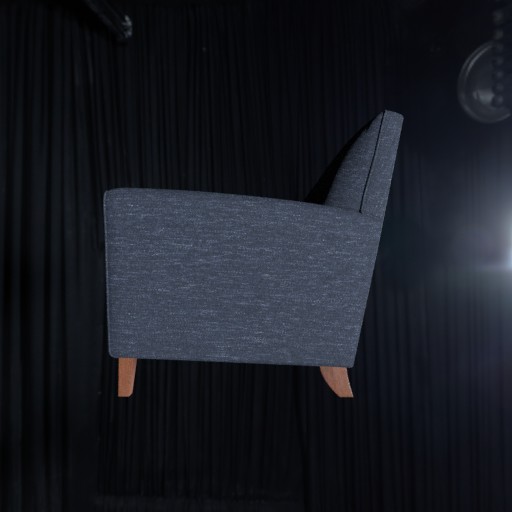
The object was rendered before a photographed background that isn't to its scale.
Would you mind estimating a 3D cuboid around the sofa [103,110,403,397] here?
[{"bbox_3d":[0.000,0.000,1.960,0.875,0.846,1.420,0,0,1],"label":"sofa"}]
